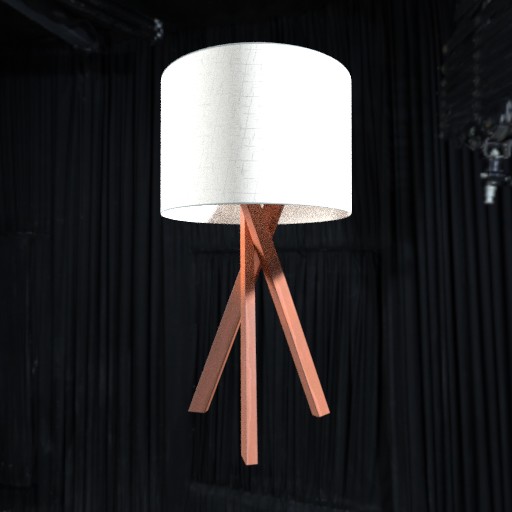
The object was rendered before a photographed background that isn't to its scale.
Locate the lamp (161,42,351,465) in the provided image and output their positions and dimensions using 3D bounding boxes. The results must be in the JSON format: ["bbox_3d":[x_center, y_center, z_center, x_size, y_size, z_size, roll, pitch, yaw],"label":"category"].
[{"bbox_3d":[0.000,0.000,0.902,0.380,0.686,0.380,0,-1,19],"label":"lamp"}]
